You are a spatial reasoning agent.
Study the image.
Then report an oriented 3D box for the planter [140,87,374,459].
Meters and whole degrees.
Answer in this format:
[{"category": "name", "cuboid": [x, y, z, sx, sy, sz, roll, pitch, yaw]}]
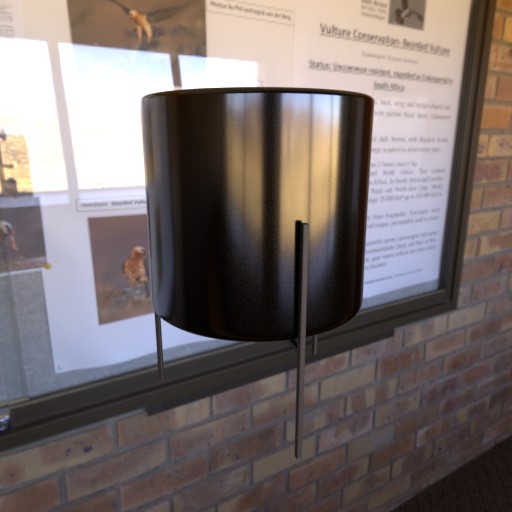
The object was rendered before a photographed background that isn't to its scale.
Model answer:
[{"category": "planter", "cuboid": [0.000, 0.000, 0.644, 0.310, 0.432, 0.310, 7, 17, 26]}]
